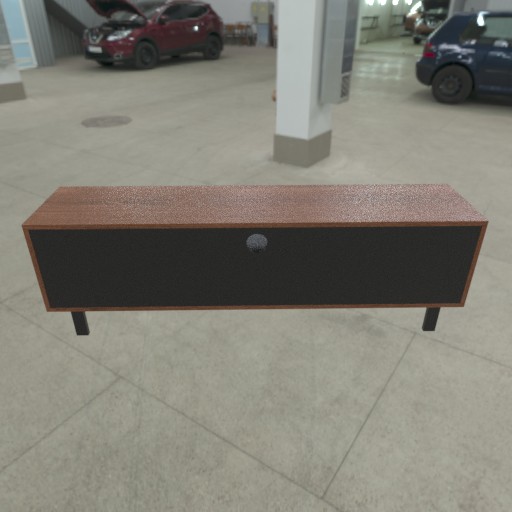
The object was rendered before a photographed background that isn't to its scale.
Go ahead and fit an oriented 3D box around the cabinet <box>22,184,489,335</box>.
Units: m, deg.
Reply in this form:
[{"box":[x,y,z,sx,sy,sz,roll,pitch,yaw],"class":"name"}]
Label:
[{"box":[0.000,0.000,1.862,1.650,0.500,0.400,-1,30,-1],"class":"cabinet"}]
